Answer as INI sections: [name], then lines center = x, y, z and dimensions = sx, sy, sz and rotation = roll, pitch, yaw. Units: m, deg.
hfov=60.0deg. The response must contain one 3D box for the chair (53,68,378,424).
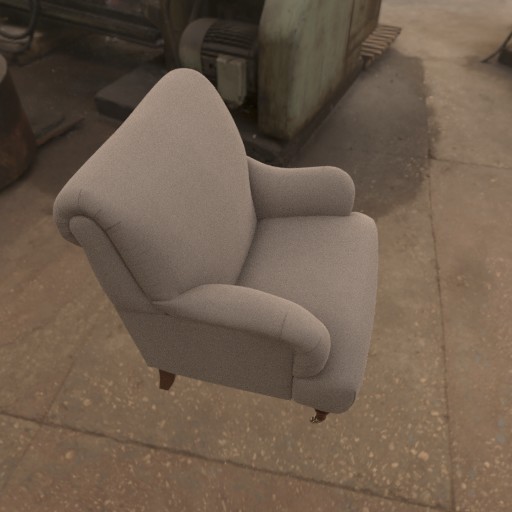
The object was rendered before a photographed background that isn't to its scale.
[chair]
center = 0.000, 0.000, 1.499
dimensions = 0.842, 0.942, 0.766
rotation = 11, 47, 10
